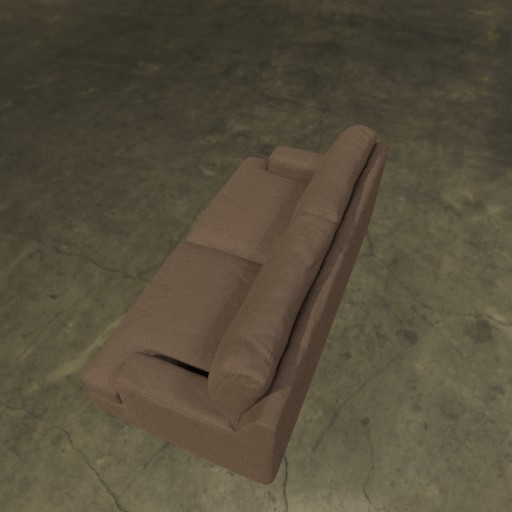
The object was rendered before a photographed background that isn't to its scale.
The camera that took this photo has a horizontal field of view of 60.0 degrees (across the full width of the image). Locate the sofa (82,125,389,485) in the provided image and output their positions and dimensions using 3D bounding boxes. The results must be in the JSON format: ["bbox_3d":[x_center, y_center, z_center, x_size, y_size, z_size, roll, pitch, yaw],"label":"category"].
[{"bbox_3d":[0.000,0.000,2.835,1.140,0.950,2.274,17,49,16],"label":"sofa"}]
